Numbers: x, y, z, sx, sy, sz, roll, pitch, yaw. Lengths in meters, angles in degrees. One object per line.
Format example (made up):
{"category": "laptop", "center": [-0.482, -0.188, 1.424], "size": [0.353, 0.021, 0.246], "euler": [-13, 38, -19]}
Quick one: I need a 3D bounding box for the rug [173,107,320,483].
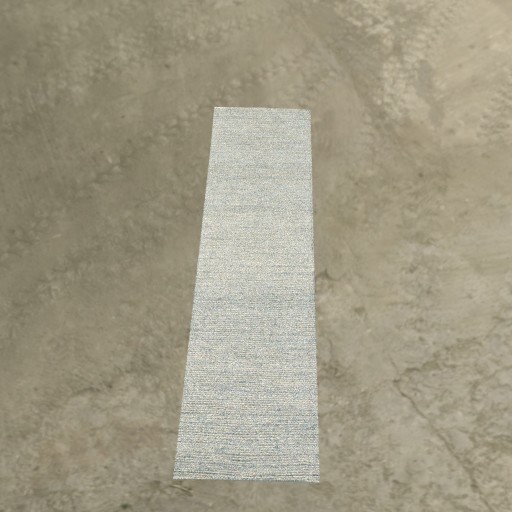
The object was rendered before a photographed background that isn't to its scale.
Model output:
{"category": "rug", "center": [0.000, 0.000, 2.568], "size": [0.675, 0.037, 2.341], "euler": [2, 63, 1]}
